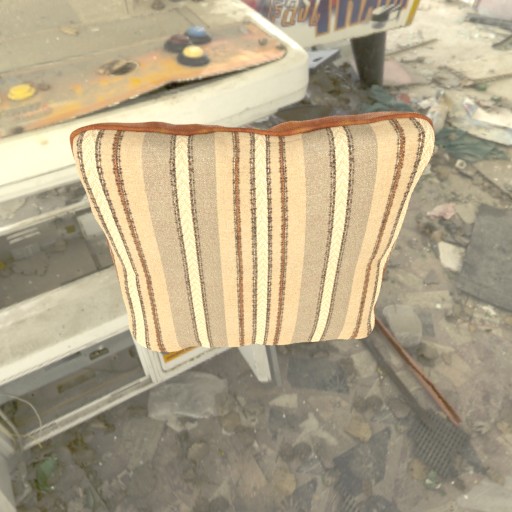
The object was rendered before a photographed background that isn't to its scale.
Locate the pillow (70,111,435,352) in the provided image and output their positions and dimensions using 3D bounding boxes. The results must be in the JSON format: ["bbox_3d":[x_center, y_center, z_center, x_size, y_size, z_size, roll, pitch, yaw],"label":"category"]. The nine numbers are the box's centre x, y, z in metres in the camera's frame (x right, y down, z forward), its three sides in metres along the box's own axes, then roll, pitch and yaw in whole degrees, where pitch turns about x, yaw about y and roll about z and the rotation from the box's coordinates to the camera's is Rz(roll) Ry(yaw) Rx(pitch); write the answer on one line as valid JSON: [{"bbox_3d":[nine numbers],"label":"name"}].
[{"bbox_3d":[0.000,0.000,0.738,0.489,0.490,0.130,-3,46,-3],"label":"pillow"}]
